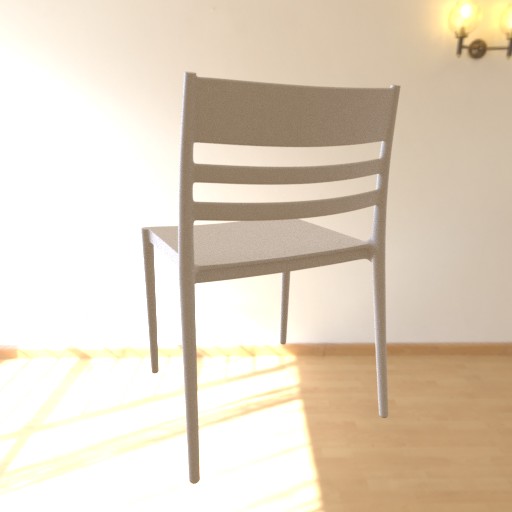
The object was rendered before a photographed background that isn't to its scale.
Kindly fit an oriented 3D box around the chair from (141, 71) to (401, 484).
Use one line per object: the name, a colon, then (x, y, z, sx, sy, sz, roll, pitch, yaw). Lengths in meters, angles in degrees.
chair: (0.000, 0.000, 1.126, 0.531, 0.800, 0.511, -7, 17, -25)
